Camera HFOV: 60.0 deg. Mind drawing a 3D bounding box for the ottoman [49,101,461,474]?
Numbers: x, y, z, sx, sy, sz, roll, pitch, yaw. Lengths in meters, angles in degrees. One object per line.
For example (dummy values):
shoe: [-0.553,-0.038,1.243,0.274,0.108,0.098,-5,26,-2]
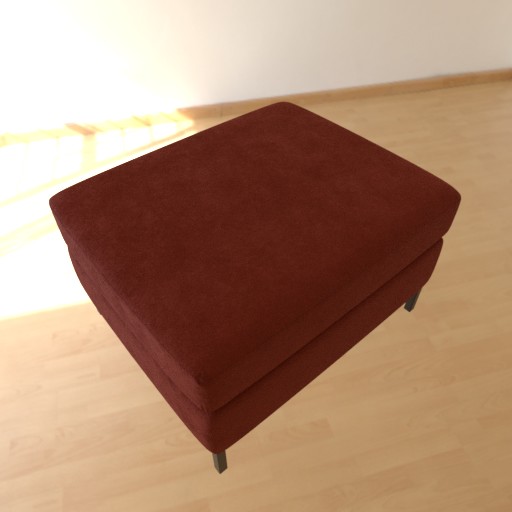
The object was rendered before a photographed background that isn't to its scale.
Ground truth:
ottoman: [0.000,0.000,1.174,0.782,0.462,0.650,-31,53,-27]
